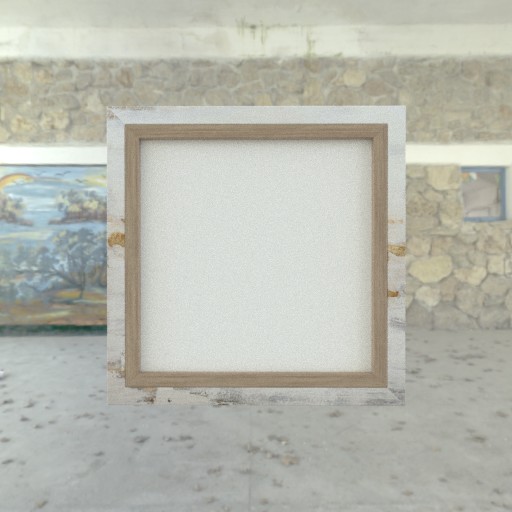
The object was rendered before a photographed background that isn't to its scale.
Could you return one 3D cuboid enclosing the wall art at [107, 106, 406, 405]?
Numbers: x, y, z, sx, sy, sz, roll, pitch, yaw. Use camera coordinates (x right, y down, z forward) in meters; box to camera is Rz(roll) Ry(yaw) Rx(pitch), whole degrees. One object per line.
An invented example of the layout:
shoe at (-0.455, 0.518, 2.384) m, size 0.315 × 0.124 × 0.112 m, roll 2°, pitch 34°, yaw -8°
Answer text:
wall art at (0.000, 0.000, 1.526) m, size 1.015 × 1.018 × 0.040 m, roll 0°, pitch 0°, yaw 0°
